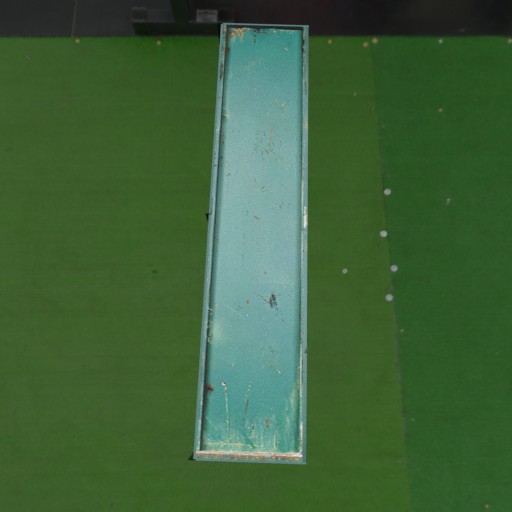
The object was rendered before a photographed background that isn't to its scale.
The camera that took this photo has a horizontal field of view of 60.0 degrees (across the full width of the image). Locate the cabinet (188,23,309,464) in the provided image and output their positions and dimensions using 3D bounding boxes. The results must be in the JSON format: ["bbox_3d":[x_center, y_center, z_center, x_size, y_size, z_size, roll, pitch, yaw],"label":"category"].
[{"bbox_3d":[0.000,0.000,3.963,0.680,2.160,3.001,2,76,0],"label":"cabinet"}]
